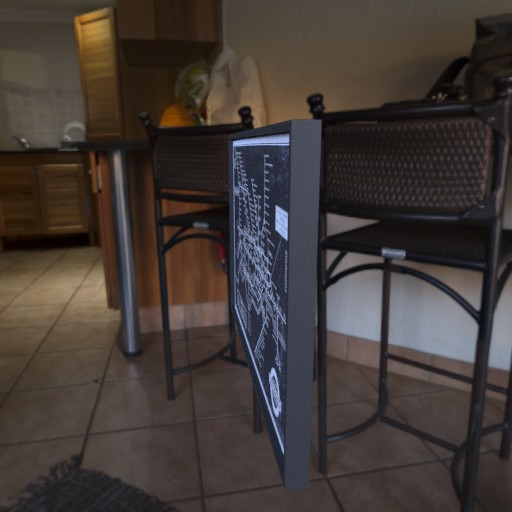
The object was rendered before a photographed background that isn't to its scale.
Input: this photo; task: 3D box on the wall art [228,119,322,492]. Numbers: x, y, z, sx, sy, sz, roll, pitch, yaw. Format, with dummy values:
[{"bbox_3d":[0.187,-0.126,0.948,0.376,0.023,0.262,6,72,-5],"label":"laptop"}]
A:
[{"bbox_3d":[0.000,0.000,0.552,0.021,0.301,0.443,-2,14,-9],"label":"wall art"}]
